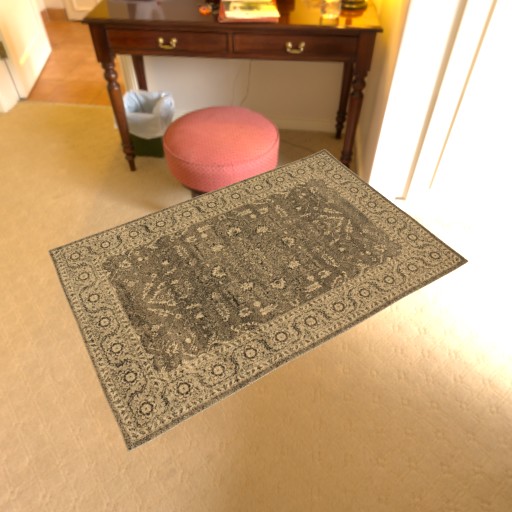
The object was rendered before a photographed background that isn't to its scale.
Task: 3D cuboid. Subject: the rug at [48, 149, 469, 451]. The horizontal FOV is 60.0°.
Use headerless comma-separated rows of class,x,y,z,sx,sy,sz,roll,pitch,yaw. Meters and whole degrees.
rug,0.000,0.000,2.290,1.828,0.019,1.209,-24,50,-21
